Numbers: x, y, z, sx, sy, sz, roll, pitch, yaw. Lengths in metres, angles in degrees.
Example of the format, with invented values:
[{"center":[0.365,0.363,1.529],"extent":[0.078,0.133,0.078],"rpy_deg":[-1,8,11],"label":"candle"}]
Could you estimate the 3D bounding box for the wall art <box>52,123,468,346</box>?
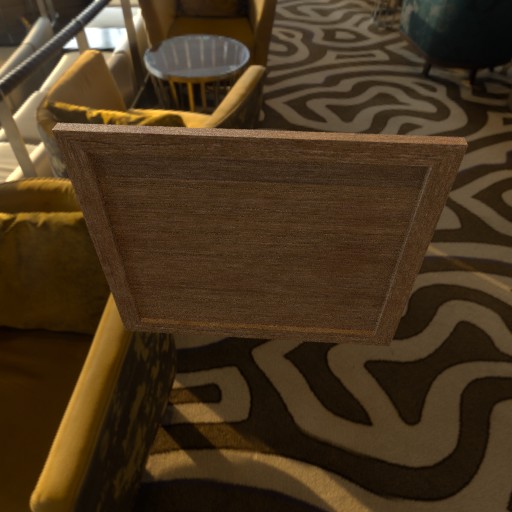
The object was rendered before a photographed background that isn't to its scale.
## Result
[{"center":[0.000,0.000,0.953],"extent":[0.690,0.588,0.026],"rpy_deg":[3,46,3],"label":"wall art"}]
